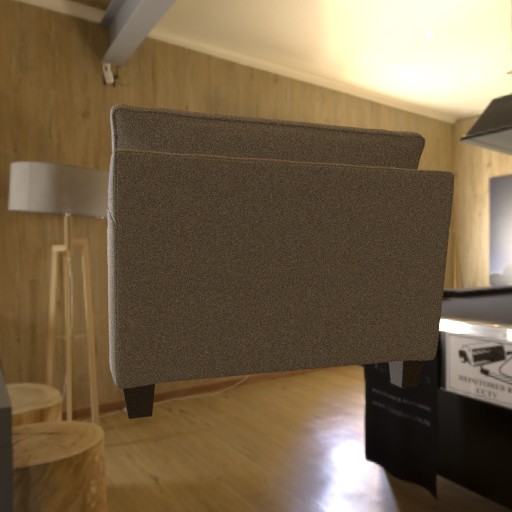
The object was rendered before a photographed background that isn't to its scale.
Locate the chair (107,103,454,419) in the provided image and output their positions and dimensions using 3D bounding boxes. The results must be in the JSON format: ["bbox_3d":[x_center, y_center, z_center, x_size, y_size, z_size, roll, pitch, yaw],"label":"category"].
[{"bbox_3d":[0.000,0.000,1.912,1.220,1.016,1.040,0,1,-18],"label":"chair"}]
